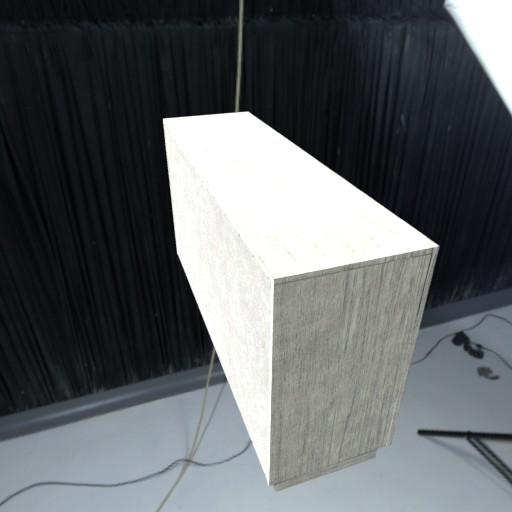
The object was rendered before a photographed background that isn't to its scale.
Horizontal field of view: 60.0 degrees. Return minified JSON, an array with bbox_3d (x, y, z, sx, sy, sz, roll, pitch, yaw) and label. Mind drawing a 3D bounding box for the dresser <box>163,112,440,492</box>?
[{"bbox_3d":[0.000,0.000,2.015,0.483,0.889,1.628,-10,33,-17],"label":"dresser"}]
